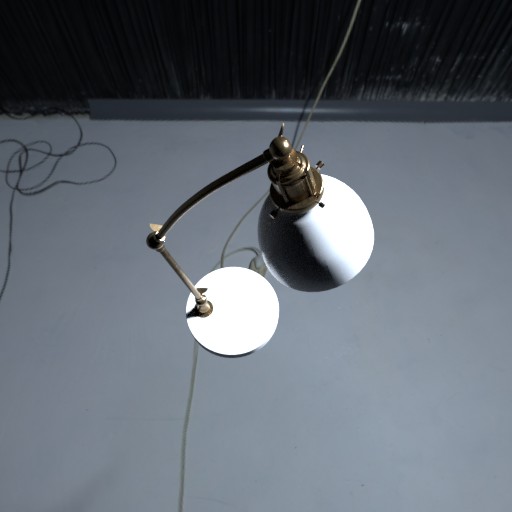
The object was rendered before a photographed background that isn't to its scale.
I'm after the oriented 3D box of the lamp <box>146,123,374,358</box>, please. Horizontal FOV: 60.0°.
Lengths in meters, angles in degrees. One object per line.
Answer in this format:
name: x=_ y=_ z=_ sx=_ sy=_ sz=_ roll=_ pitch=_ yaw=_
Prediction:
lamp: x=0.000 y=0.000 z=0.675 sx=0.317 sy=0.522 sz=0.186 roll=2 pitch=63 yaw=1
